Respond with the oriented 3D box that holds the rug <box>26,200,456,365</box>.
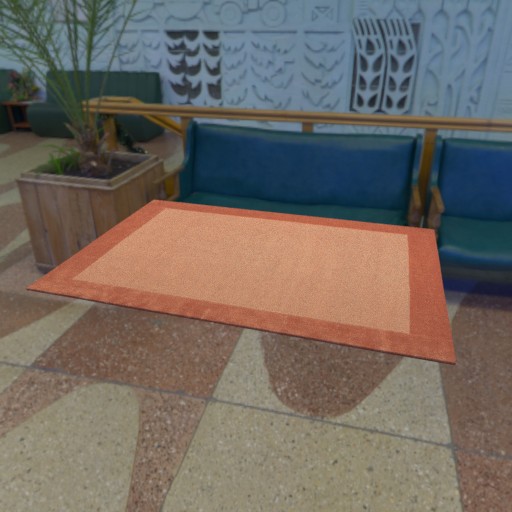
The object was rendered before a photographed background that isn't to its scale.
[{"bbox_3d":[0.000,0.000,2.312,1.829,0.014,1.219,8,28,14],"label":"rug"}]
